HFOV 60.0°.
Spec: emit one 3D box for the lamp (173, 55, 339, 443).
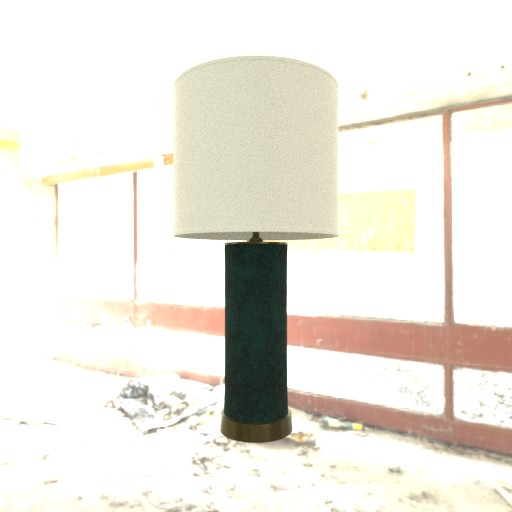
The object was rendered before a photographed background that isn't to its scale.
[{"bbox_3d":[0.000,0.000,0.814,0.301,0.630,0.301,0,-1,-37],"label":"lamp"}]
